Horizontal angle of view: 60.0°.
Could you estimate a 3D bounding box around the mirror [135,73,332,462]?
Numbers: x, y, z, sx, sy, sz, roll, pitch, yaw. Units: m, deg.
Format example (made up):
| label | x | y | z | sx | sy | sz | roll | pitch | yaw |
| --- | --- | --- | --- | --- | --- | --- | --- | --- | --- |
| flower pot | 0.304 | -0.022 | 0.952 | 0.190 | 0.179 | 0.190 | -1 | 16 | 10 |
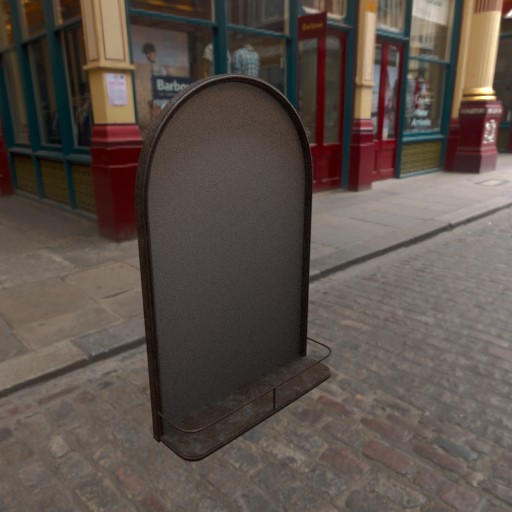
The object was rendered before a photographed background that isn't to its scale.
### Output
| label | x | y | z | sx | sy | sz | roll | pitch | yaw |
| --- | --- | --- | --- | --- | --- | --- | --- | --- | --- |
| mirror | 0.000 | 0.000 | 1.000 | 0.510 | 0.770 | 0.137 | -16 | 23 | -42 |
